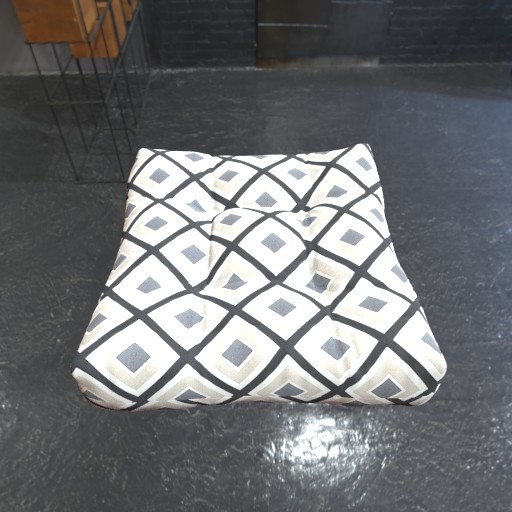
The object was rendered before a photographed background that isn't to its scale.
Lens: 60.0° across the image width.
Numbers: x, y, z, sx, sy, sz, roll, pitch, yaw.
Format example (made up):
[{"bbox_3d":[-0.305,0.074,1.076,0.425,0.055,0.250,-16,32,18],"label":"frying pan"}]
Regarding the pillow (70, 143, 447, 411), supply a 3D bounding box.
[{"bbox_3d":[0.000,0.000,0.713,0.468,0.128,0.490,-1,46,-1],"label":"pillow"}]
